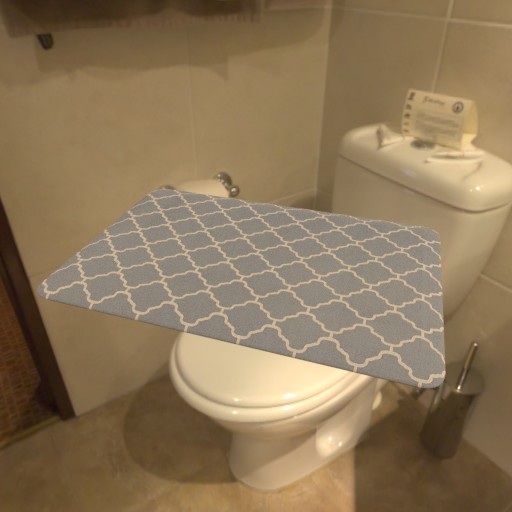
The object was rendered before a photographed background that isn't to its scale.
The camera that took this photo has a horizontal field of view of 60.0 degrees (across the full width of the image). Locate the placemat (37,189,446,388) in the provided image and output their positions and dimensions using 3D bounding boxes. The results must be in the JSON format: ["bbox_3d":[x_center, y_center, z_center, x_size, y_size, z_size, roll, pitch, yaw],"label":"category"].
[{"bbox_3d":[0.000,0.000,0.956,0.762,0.021,0.508,10,35,15],"label":"placemat"}]
